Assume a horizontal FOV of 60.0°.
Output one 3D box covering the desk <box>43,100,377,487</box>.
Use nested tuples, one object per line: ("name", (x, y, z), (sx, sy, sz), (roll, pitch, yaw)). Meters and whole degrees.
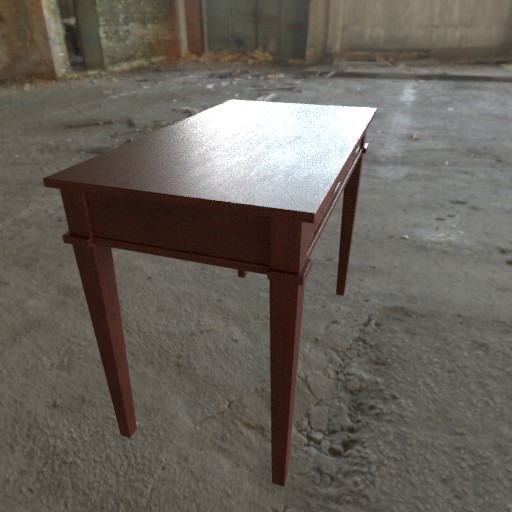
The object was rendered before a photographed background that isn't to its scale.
("desk", (0.000, 0.000, 1.394), (0.549, 0.762, 1.001), (9, 30, 17))
